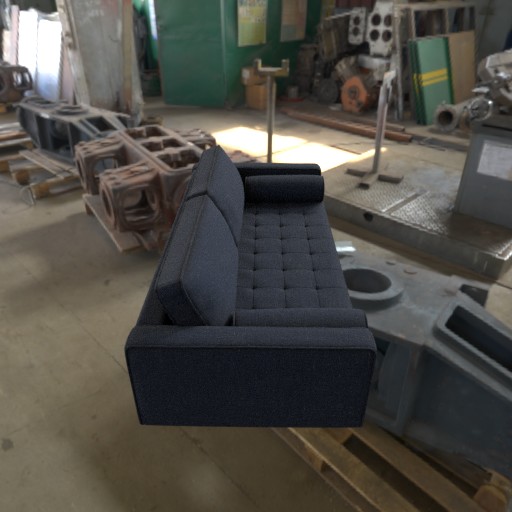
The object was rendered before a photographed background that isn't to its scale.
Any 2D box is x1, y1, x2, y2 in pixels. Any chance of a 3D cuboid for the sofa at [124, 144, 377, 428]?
[{"bbox_3d":[0.000,0.000,2.429,0.914,0.762,1.880,0,32,1],"label":"sofa"}]
